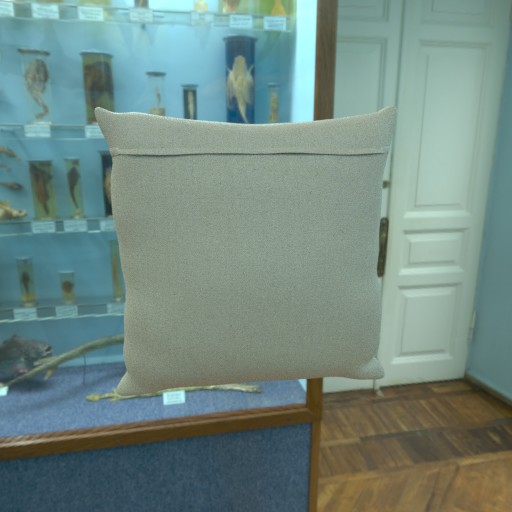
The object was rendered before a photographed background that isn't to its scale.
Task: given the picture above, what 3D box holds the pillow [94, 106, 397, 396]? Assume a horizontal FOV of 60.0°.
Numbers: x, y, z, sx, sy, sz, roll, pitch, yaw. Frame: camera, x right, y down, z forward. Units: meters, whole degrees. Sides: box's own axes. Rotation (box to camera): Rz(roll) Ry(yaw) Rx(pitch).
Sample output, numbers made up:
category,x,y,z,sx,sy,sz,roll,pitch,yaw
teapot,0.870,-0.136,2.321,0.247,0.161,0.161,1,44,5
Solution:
category,x,y,z,sx,sy,sz,roll,pitch,yaw
pillow,0.000,0.000,0.677,0.440,0.441,0.182,-2,14,-9
